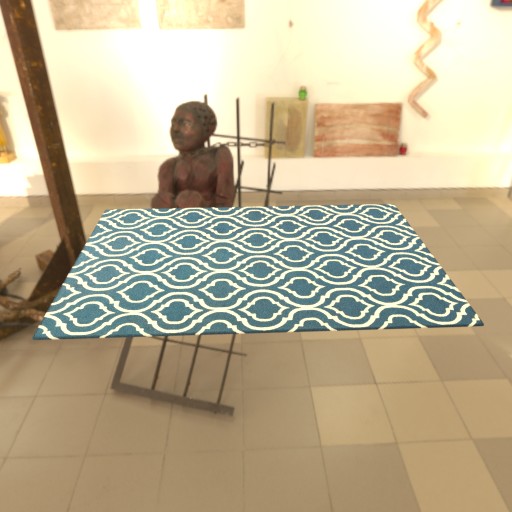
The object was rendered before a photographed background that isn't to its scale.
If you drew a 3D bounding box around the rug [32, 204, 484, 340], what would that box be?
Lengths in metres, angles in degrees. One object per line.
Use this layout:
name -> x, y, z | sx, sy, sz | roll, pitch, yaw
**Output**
rug -> 0.000, 0.000, 2.201 | 1.753, 0.010, 1.143 | -1, 31, -2
